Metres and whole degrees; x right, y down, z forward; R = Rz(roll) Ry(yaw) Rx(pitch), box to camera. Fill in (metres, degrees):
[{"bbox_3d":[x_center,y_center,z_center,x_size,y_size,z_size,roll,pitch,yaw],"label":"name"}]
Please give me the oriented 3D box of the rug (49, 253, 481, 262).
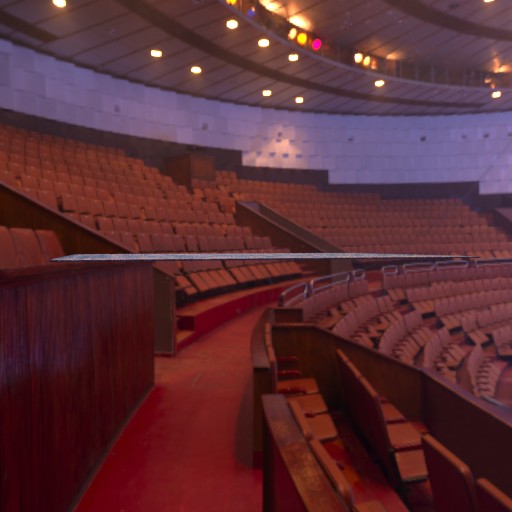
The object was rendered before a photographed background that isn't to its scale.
[{"bbox_3d":[0.000,0.000,2.245,1.795,0.008,1.102,0,1,-18],"label":"rug"}]
